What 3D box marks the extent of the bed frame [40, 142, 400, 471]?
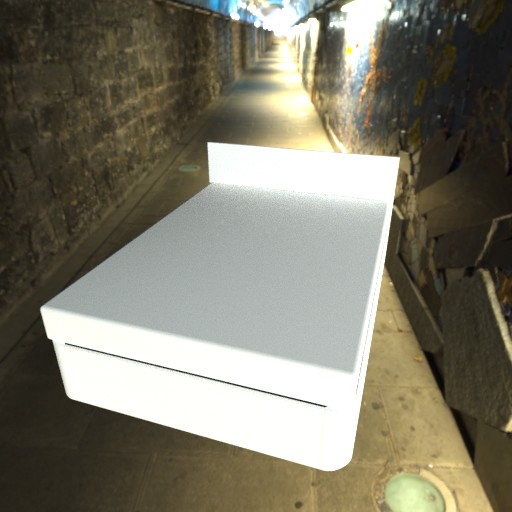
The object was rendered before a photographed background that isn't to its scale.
[{"bbox_3d":[0.000,0.000,2.552,1.400,0.800,1.900,9,28,16],"label":"bed frame"}]
